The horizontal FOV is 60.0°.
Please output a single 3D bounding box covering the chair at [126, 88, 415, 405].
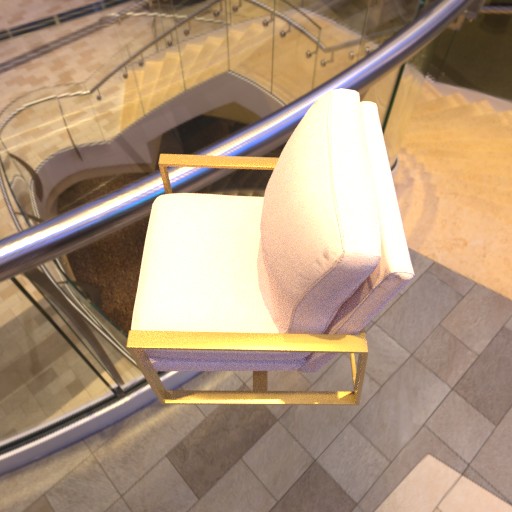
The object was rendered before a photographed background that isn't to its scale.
[{"bbox_3d":[0.000,0.000,1.529,0.813,0.956,0.758,0,57,0],"label":"chair"}]
